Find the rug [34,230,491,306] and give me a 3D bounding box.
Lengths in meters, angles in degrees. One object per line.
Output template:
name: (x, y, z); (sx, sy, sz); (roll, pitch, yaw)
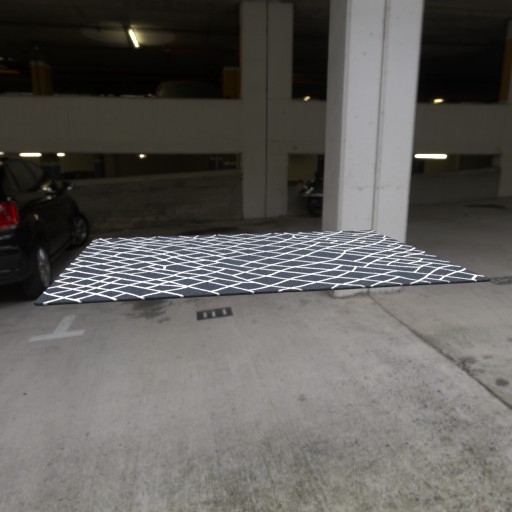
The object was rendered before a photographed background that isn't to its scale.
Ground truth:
rug: (0.000, 0.000, 2.317); (1.830, 0.013, 1.223); (-2, 14, -9)
